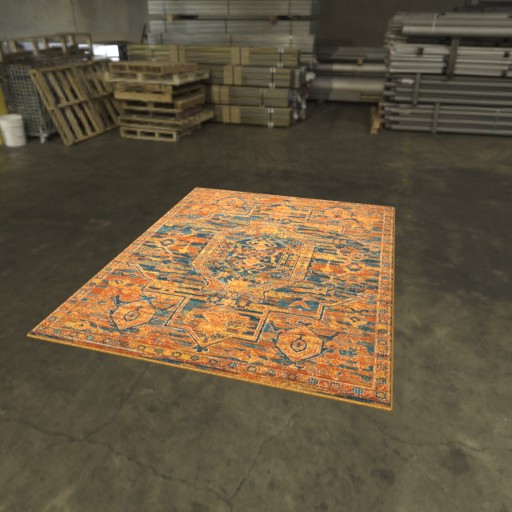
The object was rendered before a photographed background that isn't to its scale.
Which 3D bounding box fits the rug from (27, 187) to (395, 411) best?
[{"bbox_3d":[0.000,0.000,4.042,2.435,0.031,3.040,8,30,14],"label":"rug"}]
